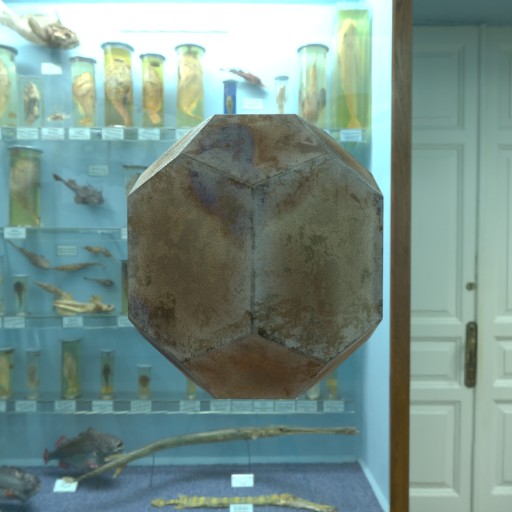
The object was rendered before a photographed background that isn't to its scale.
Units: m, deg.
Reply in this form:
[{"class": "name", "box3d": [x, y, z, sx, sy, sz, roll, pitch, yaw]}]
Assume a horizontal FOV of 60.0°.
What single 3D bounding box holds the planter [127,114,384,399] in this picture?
[{"class": "planter", "box3d": [0.000, 0.000, 0.426, 0.221, 0.238, 0.243, 0, 1, 1]}]
